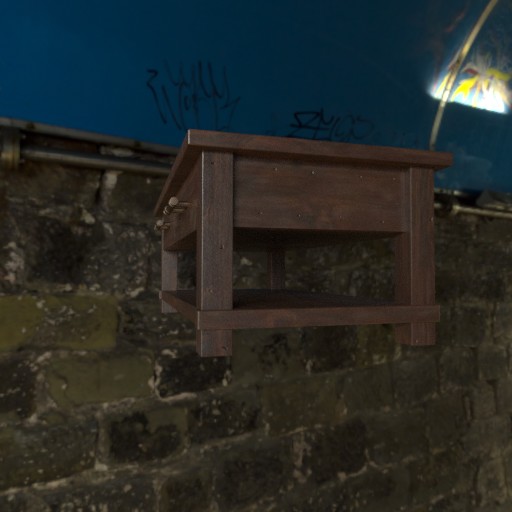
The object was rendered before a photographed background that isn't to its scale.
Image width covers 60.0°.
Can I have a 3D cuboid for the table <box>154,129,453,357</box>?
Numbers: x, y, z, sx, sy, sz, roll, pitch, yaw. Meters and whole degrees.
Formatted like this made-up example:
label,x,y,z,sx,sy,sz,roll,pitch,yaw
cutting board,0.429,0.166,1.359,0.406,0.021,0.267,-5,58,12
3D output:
label,x,y,z,sx,sy,sz,roll,pitch,yaw
table,0.000,0.000,1.641,0.700,0.494,1.270,1,-2,-16
